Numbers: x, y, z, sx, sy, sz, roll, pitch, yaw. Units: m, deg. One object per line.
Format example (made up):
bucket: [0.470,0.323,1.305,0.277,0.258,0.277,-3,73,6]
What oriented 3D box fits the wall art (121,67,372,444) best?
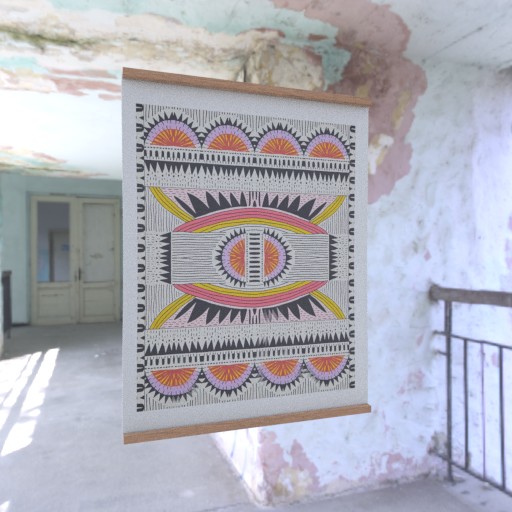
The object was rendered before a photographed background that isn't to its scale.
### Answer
wall art: [0.000,0.000,0.695,0.403,0.527,0.028,0,0,-18]
